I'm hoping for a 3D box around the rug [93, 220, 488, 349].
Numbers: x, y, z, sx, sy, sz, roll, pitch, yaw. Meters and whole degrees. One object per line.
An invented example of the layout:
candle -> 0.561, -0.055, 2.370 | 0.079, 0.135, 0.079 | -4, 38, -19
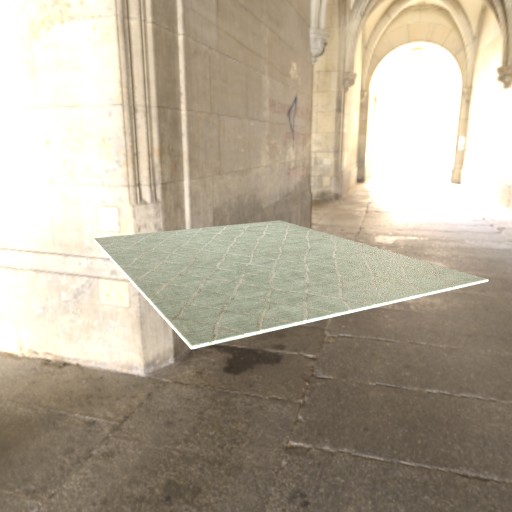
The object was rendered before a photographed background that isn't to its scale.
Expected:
rug -> 0.000, 0.000, 4.138 | 2.420, 0.019, 3.039 | -8, 16, -28
